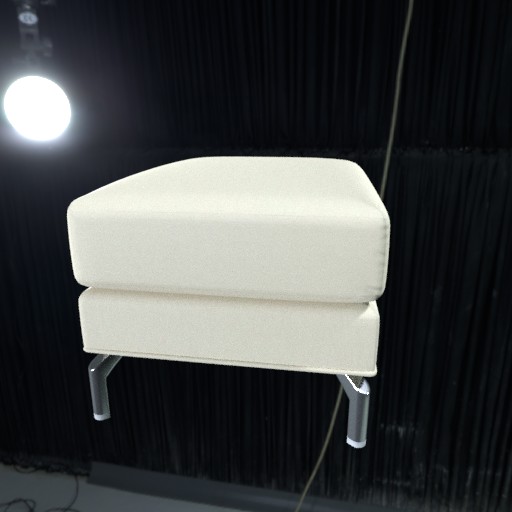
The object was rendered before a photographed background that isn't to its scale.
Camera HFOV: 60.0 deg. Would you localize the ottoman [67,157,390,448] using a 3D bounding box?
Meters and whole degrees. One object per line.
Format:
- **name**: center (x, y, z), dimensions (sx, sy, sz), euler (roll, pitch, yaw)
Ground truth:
- **ottoman**: center (0.000, 0.000, 1.192), dimensions (0.581, 0.497, 0.835), euler (3, 17, 9)
